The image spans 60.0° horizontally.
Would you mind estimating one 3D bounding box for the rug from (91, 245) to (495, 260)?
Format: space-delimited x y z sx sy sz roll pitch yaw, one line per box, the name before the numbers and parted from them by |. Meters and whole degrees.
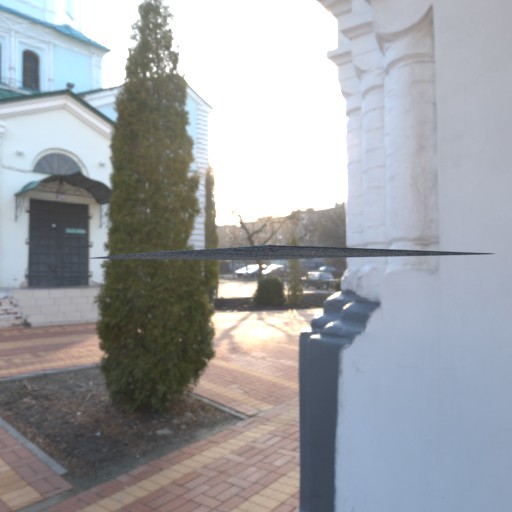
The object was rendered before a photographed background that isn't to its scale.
rug | 0.000 0.000 2.163 1.135 0.010 1.740 1 -2 -35
